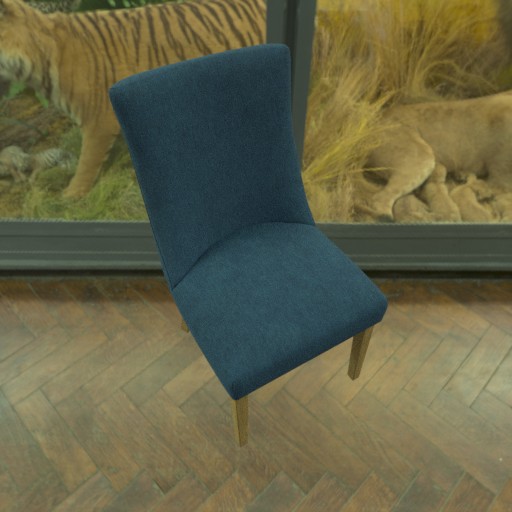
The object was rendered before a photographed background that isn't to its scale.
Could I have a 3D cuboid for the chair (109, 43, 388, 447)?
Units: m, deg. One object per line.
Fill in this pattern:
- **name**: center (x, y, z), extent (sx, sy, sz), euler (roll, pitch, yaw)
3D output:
- **chair**: center (0.000, 0.000, 1.239), extent (0.495, 0.902, 0.609), euler (-23, 51, -20)
